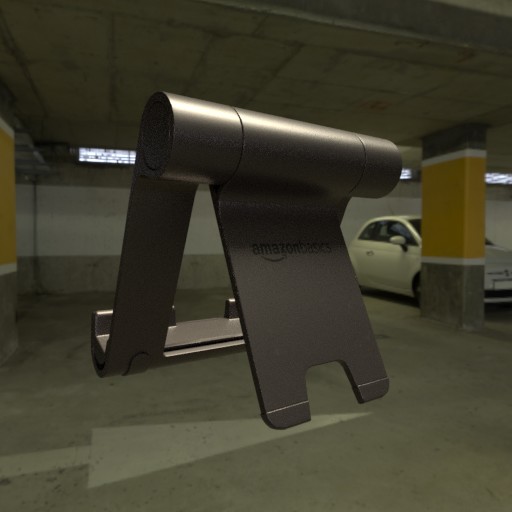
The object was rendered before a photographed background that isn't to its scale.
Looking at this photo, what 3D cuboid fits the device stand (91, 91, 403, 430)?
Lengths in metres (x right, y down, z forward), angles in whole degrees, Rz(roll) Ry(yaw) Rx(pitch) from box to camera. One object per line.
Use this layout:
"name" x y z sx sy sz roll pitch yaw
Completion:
"device stand" 0.000 0.000 0.151 0.088 0.084 0.079 -1 2 -36
